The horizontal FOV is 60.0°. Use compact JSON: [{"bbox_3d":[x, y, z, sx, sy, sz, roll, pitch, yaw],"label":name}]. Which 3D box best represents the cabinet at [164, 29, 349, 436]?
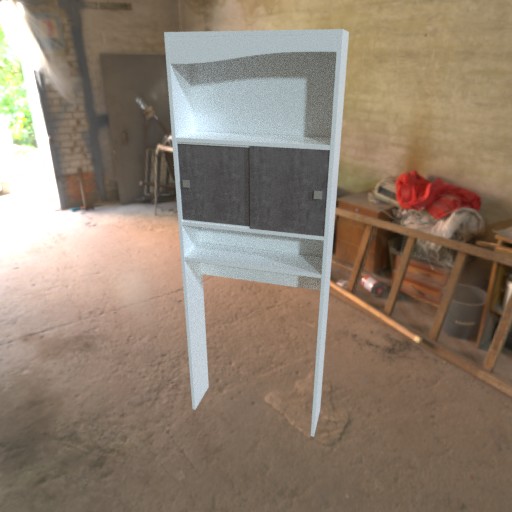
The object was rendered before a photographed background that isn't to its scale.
[{"bbox_3d":[0.000,0.000,1.960,0.643,1.770,0.192,7,25,15],"label":"cabinet"}]
